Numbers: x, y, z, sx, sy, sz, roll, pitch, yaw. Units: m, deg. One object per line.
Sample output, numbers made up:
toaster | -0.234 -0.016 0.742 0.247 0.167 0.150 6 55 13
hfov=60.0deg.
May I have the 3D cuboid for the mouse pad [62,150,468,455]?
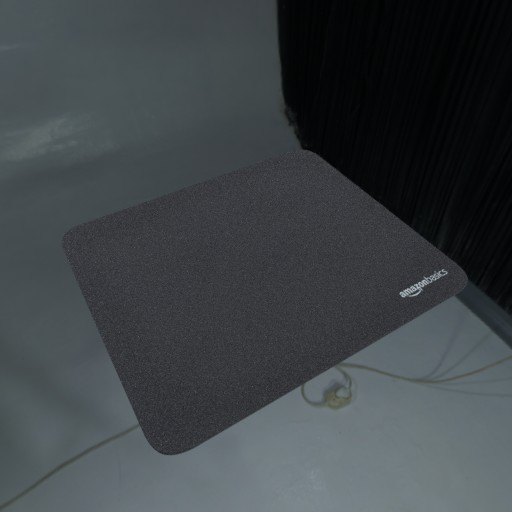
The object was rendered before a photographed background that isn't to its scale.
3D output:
mouse pad | 0.000 0.000 0.430 0.315 0.002 0.269 -24 50 -21
